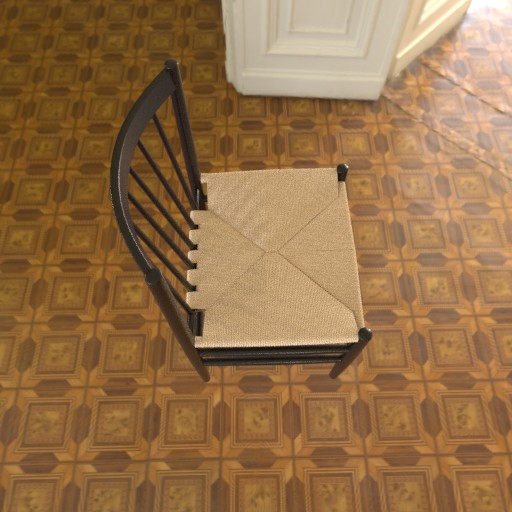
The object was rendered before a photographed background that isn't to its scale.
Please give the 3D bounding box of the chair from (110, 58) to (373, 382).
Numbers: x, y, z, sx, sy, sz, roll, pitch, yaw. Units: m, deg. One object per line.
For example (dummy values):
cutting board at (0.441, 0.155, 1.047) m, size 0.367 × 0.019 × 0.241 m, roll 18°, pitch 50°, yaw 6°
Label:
chair at (0.000, 0.000, 1.142) m, size 0.516 × 0.818 × 0.495 m, roll -1°, pitch 64°, yaw -1°
